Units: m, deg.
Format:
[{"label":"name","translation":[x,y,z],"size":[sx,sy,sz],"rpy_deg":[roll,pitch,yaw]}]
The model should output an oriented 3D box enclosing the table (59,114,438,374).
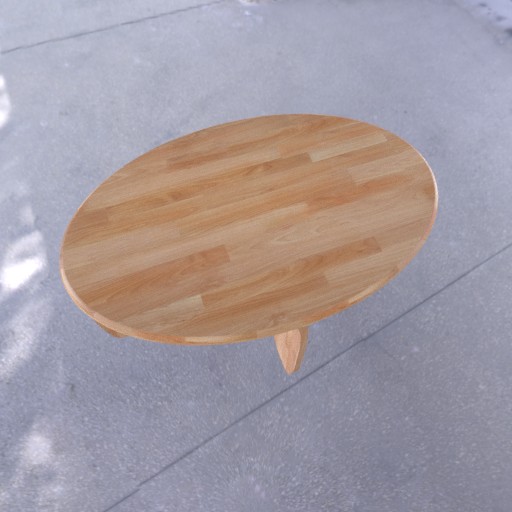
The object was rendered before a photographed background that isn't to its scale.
[{"label":"table","translation":[0.000,0.000,1.370],"size":[1.040,0.490,0.690],"rpy_deg":[-18,61,-10]}]
